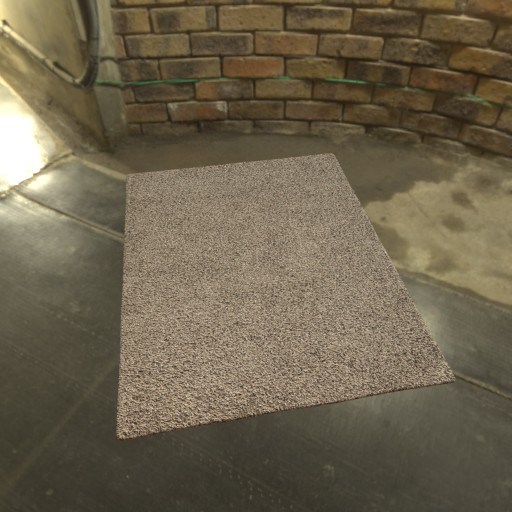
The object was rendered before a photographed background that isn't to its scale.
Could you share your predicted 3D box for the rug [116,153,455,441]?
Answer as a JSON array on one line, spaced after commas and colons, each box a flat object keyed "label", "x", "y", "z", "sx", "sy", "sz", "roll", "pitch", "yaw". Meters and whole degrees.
[{"label": "rug", "x": 0.000, "y": 0.000, "z": 4.135, "sx": 2.438, "sy": 0.029, "sz": 3.047, "roll": -7, "pitch": 46, "yaw": -7}]
